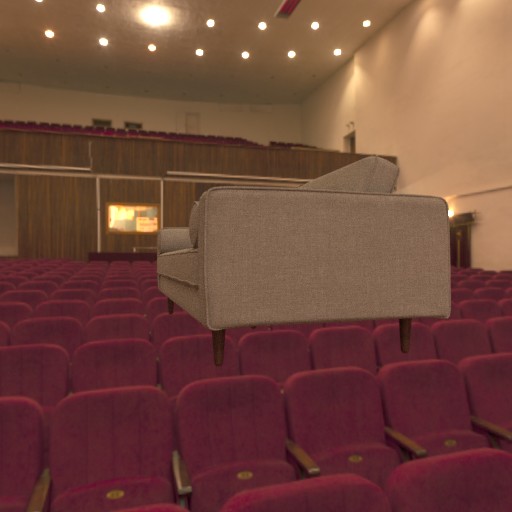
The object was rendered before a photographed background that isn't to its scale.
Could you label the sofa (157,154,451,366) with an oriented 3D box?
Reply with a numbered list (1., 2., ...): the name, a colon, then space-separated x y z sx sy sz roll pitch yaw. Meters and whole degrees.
1. sofa: 0.000 0.000 2.338 0.914 0.762 1.879 0 -1 -17
